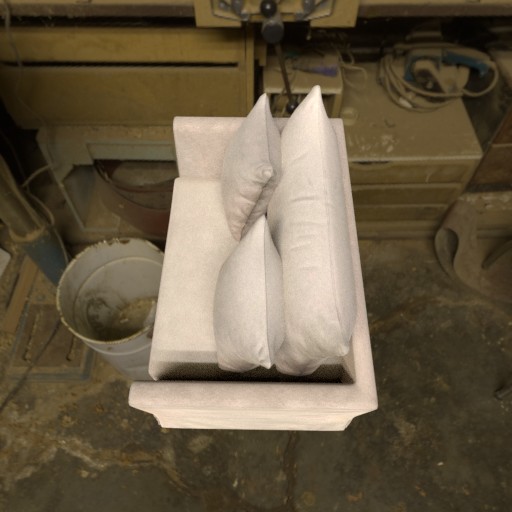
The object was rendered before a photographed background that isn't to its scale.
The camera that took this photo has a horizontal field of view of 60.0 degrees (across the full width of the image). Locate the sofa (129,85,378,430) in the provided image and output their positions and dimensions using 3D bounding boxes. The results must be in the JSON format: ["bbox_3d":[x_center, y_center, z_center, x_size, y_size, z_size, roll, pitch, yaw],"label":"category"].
[{"bbox_3d":[0.000,0.000,2.290,1.035,1.040,1.608,1,59,0],"label":"sofa"}]
